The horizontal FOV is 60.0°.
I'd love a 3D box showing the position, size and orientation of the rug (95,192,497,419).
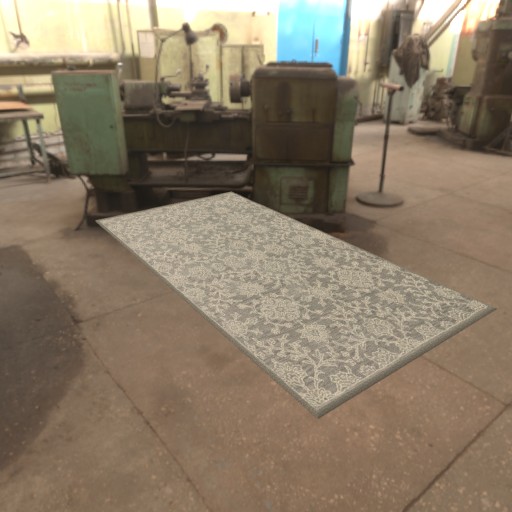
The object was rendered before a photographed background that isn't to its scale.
[{"bbox_3d":[0.000,0.000,3.499,1.546,0.011,3.048,-17,31,-32],"label":"rug"}]
